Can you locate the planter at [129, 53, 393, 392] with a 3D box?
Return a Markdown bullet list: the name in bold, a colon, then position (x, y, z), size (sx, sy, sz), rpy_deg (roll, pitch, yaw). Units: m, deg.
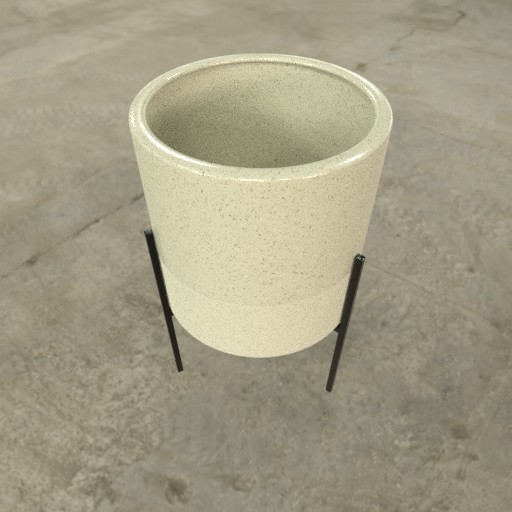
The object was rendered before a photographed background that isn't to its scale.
- **planter**: position (0.000, 0.000, 0.535), size (0.243, 0.390, 0.234), rpy_deg (-17, 48, -16)
